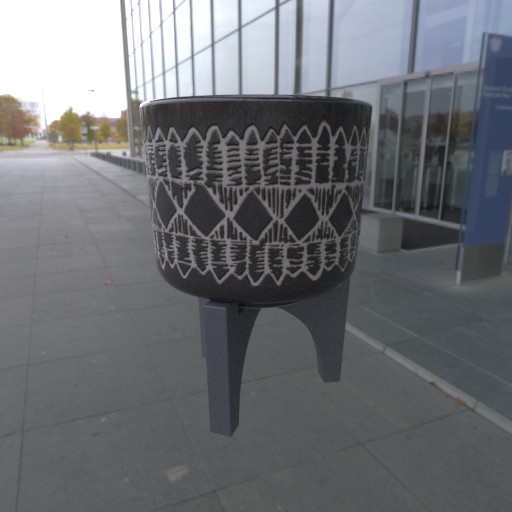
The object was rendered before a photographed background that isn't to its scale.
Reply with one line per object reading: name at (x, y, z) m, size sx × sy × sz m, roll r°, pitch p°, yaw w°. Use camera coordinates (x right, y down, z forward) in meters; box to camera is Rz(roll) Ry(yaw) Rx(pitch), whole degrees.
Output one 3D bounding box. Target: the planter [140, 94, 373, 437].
planter at (0.000, 0.000, 0.275) m, size 0.129 × 0.177 × 0.129 m, roll 0°, pitch 15°, yaw 0°
